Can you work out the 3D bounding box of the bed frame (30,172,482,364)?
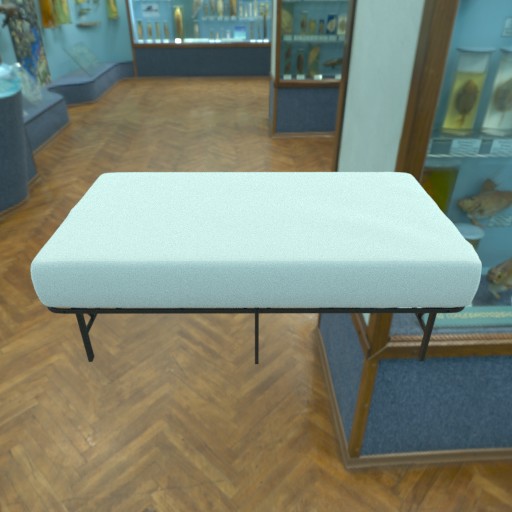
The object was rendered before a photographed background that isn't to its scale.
[{"bbox_3d":[0.000,0.000,2.382,1.908,0.640,1.025,0,32,0],"label":"bed frame"}]
